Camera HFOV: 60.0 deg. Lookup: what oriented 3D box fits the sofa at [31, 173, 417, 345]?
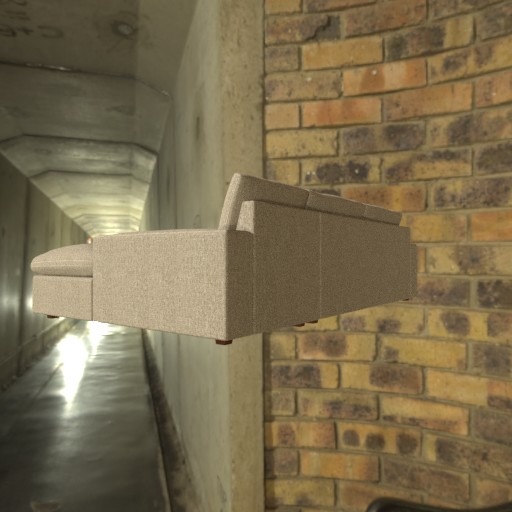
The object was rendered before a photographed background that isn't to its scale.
[{"bbox_3d":[0.000,0.000,3.488,1.689,0.813,2.718,0,0,36],"label":"sofa"}]
